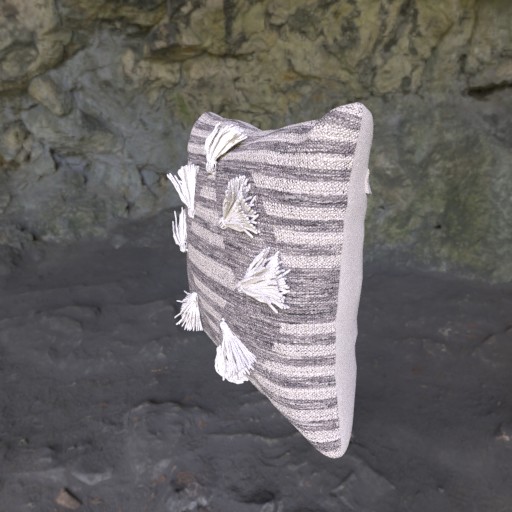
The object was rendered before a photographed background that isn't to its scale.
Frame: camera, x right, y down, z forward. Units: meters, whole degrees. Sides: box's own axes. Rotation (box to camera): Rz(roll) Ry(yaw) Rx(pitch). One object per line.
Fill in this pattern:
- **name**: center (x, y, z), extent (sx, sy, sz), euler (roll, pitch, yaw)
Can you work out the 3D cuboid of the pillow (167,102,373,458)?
- **pillow**: center (0.000, 0.000, 0.769), extent (0.234, 0.490, 0.484), euler (-8, 18, -27)
